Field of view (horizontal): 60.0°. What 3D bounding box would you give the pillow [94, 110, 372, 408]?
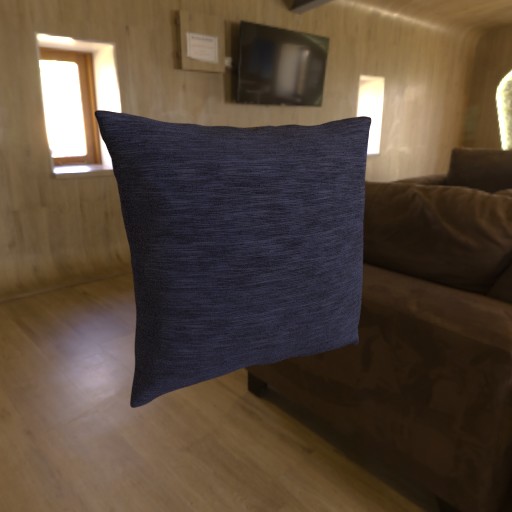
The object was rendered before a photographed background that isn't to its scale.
[{"bbox_3d":[0.000,0.000,0.712,0.452,0.439,0.204,-8,18,-25],"label":"pillow"}]
